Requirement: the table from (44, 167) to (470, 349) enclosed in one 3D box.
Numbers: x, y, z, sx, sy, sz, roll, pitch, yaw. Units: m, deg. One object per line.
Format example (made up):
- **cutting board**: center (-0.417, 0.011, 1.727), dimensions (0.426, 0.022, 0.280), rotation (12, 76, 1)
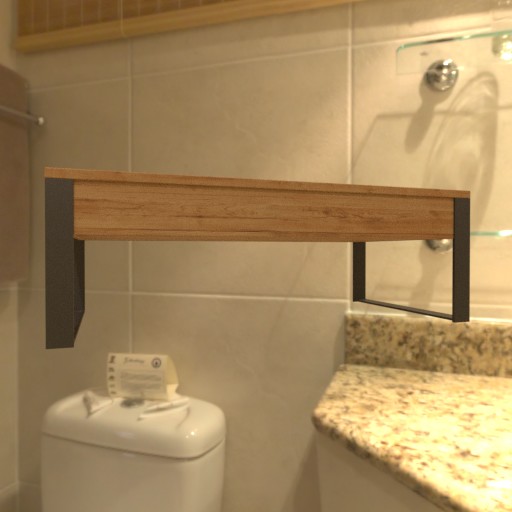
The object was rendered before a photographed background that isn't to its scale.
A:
- **table**: center (0.000, 0.000, 1.442), dimensions (1.180, 0.400, 0.590), rotation (0, 1, -19)
